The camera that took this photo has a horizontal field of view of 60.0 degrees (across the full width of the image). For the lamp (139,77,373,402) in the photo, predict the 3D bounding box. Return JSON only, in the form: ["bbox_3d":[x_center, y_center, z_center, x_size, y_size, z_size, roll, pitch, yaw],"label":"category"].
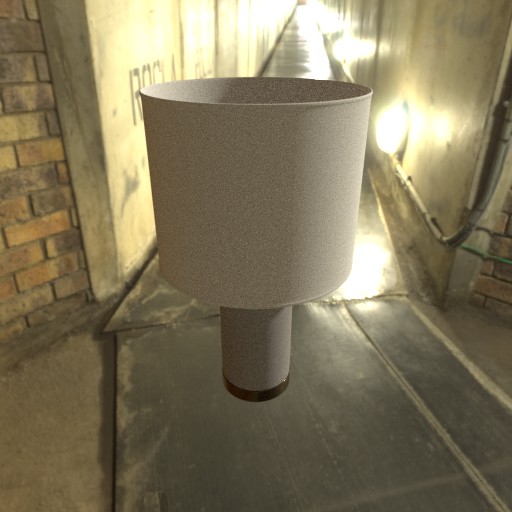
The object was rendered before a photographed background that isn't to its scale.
[{"bbox_3d":[0.000,0.000,0.532,0.229,0.380,0.229,0,27,0],"label":"lamp"}]
